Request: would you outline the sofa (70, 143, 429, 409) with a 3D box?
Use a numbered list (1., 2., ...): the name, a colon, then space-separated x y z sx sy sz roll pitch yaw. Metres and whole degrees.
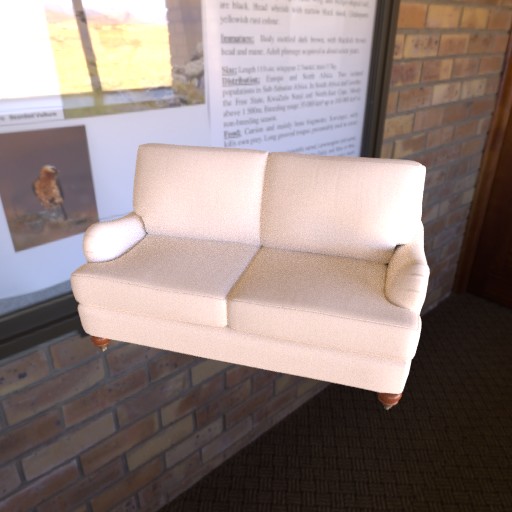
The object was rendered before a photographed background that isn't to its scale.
1. sofa: 0.000 0.000 2.590 1.853 1.101 1.084 7 27 15
